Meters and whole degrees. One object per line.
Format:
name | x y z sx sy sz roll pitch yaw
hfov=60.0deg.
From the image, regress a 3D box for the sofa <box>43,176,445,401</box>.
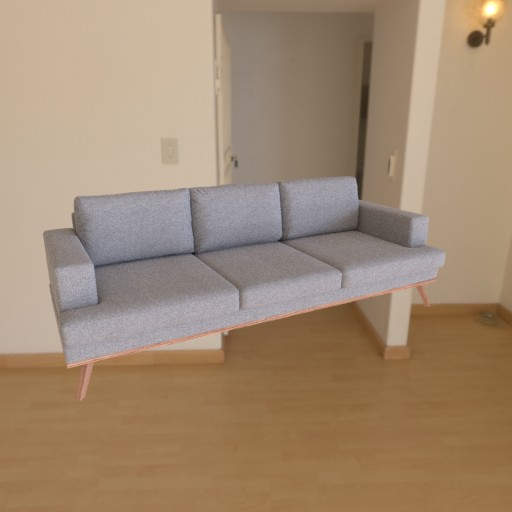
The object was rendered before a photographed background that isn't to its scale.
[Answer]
sofa | 0.000 0.000 2.719 2.310 0.810 0.920 -9 19 -27
